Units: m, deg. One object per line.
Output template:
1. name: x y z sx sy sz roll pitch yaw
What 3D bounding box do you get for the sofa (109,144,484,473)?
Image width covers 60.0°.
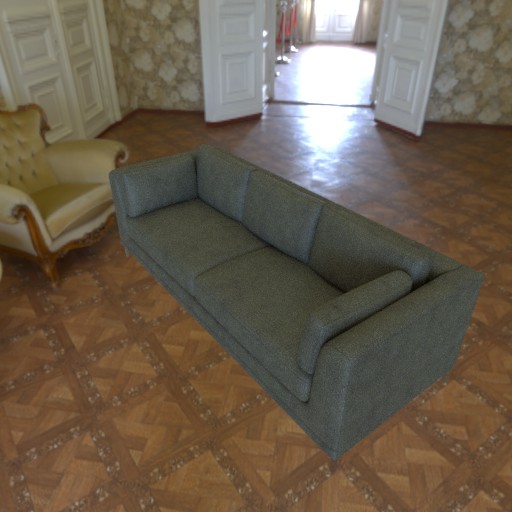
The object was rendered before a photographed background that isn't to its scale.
1. sofa: 0.000 0.000 2.878 0.969 0.867 2.415 -22 38 -31
